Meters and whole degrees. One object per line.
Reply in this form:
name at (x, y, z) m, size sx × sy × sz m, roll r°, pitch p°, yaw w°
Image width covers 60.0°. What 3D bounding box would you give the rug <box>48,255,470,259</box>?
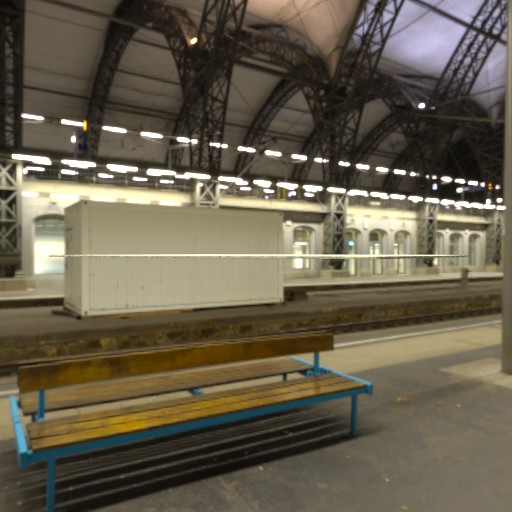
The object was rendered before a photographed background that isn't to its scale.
rug at (0.000, 0.000, 2.321) m, size 1.820 × 0.009 × 1.260 m, roll 0°, pitch 0°, yaw 36°
